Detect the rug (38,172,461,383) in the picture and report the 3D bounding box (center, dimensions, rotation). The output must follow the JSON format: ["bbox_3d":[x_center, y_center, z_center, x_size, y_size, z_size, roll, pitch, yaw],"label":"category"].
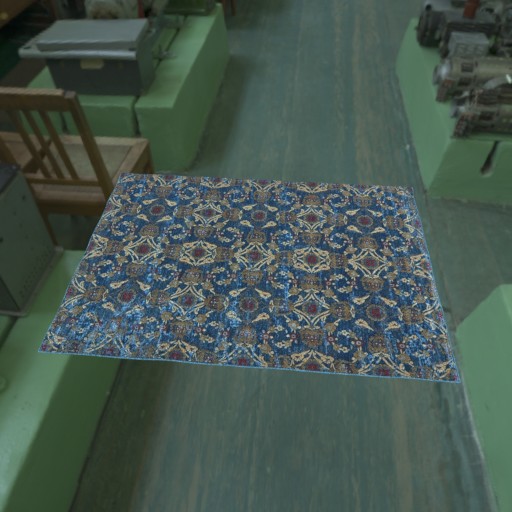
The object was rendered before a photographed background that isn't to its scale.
[{"bbox_3d":[0.000,0.000,4.216,3.291,0.013,2.337,3,48,3],"label":"rug"}]
